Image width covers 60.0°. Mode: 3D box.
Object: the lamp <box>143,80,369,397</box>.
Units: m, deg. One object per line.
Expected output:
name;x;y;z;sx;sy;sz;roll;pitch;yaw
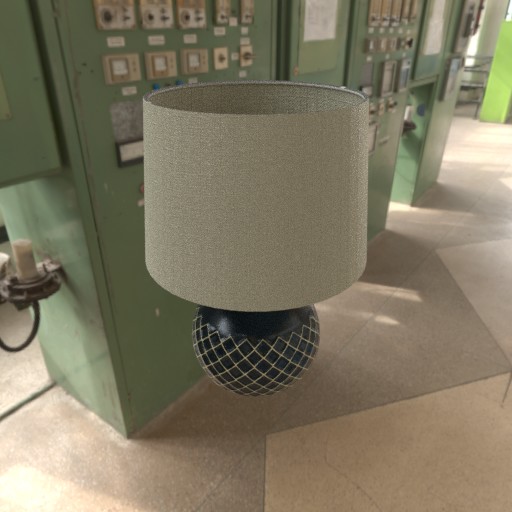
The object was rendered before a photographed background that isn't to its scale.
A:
lamp;0.000;0.000;0.778;0.376;0.540;0.376;0;28;0
